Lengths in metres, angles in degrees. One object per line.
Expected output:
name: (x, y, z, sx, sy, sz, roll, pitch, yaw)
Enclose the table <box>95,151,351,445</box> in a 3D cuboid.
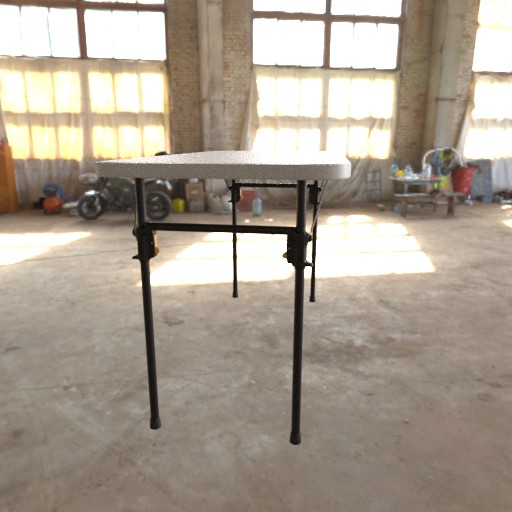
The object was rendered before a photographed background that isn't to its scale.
table: (0.000, 0.000, 1.638, 0.610, 0.729, 1.219, 2, 15, 9)
